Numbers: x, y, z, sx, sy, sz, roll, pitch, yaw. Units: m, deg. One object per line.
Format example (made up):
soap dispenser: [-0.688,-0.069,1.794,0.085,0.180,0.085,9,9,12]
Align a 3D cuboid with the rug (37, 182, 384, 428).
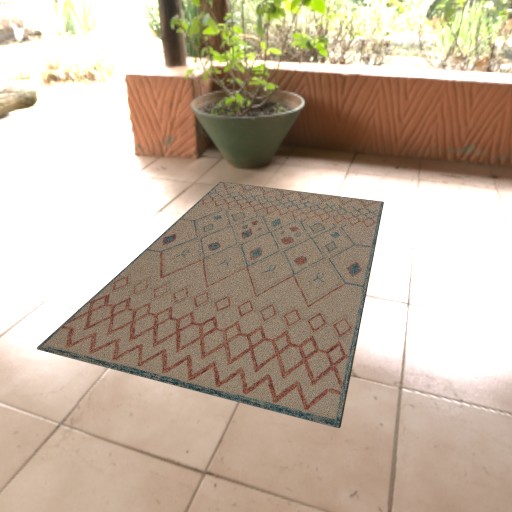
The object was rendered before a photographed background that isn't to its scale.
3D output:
rug: [0.000,0.000,3.016,1.524,0.015,2.438,9,32,16]
